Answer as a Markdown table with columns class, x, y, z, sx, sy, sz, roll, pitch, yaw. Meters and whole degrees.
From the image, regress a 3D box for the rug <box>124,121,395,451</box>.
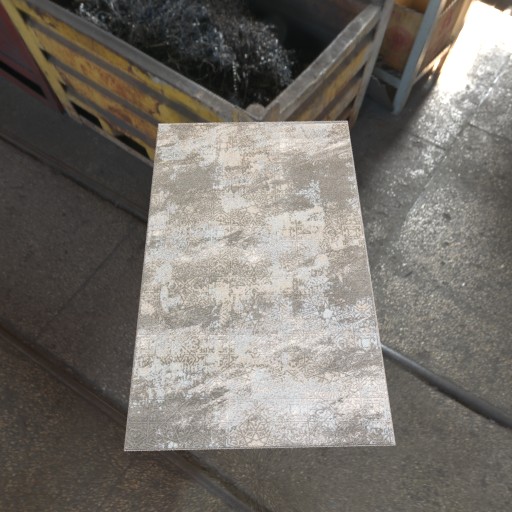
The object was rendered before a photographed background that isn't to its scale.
| class | x | y | z | sx | sy | sz | roll | pitch | yaw |
| --- | --- | --- | --- | --- | --- | --- | --- | --- | --- |
| rug | 0.000 | 0.000 | 3.053 | 1.536 | 0.012 | 2.431 | -1 | 63 | 0 |
